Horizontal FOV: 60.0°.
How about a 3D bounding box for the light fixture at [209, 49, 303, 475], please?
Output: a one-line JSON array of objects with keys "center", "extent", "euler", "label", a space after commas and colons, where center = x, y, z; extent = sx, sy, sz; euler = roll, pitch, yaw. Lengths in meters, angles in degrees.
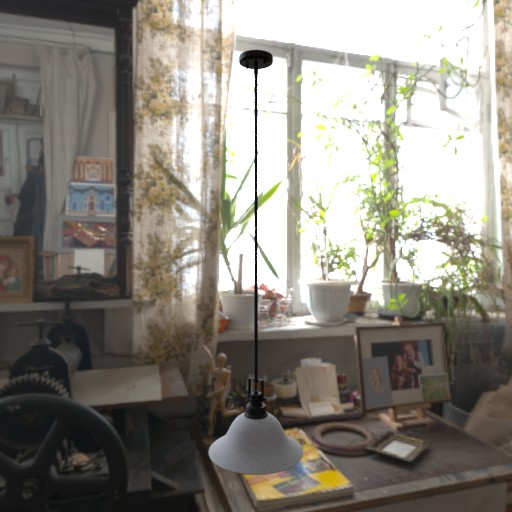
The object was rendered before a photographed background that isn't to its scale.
[{"center": [0.000, 0.000, 1.505], "extent": [0.324, 1.337, 0.324], "euler": [1, 2, 34], "label": "light fixture"}]
